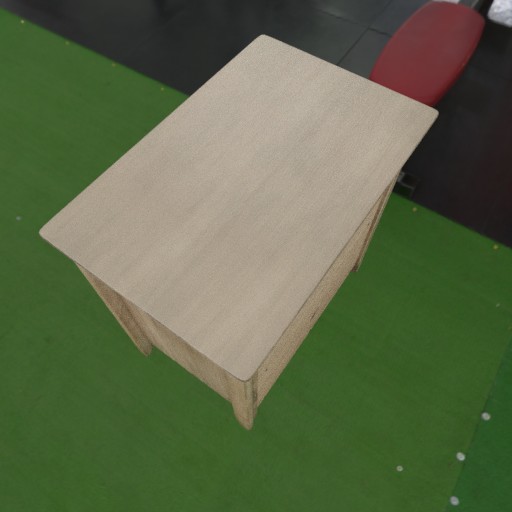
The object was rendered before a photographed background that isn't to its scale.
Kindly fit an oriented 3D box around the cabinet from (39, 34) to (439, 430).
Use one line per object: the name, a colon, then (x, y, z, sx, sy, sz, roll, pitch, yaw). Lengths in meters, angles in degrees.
cabinet: (0.000, 0.000, 1.267, 0.503, 0.762, 0.763, 32, 65, 17)
